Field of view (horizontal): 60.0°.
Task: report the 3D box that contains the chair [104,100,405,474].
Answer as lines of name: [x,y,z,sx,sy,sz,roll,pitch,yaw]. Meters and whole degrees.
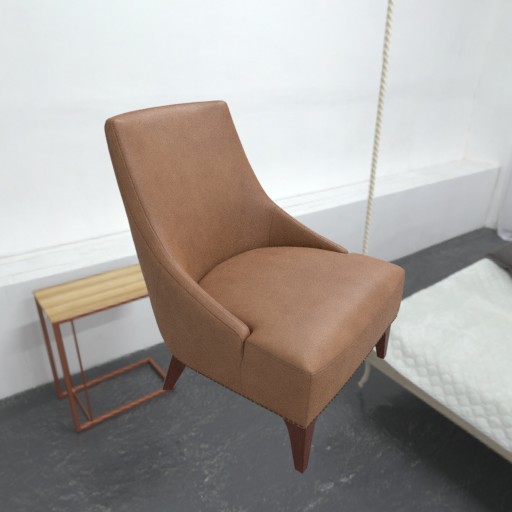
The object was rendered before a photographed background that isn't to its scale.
chair: [0.000,0.000,1.502,0.861,0.909,0.701,18,31,32]
